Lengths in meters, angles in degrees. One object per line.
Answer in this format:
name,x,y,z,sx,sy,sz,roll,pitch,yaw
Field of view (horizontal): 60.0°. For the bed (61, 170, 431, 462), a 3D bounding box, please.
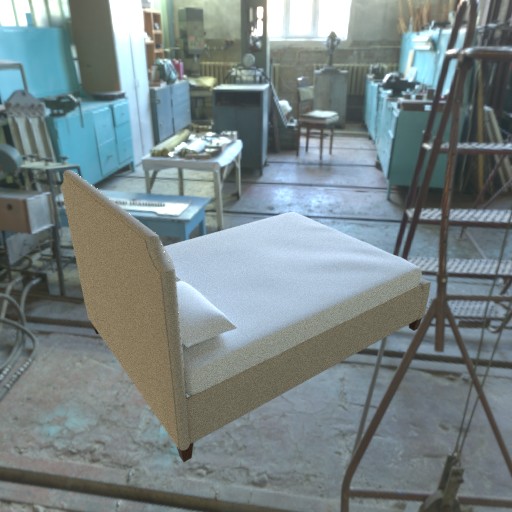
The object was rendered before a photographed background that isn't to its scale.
bed,0.000,0.000,3.514,2.372,1.443,1.713,-18,32,-32
